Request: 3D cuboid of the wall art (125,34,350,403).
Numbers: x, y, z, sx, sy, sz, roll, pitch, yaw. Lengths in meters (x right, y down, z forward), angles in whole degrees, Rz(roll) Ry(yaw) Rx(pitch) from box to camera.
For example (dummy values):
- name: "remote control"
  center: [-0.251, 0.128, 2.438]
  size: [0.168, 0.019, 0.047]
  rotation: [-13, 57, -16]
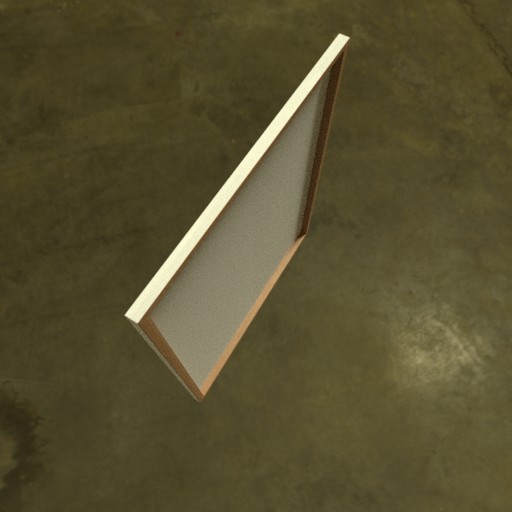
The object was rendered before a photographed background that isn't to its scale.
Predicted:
- name: "wall art"
  center: [0.000, 0.000, 0.989]
  size: [0.021, 0.710, 0.609]
  rotation: [28, 67, 13]
